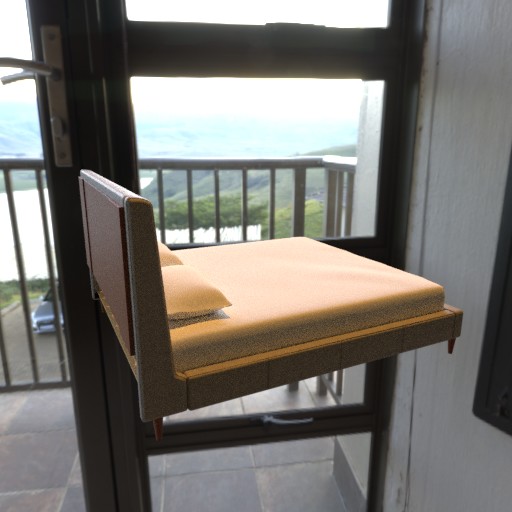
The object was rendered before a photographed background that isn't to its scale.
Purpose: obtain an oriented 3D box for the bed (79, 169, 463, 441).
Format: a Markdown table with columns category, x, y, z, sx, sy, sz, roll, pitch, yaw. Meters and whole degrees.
| category | x | y | z | sx | sy | sz | roll | pitch | yaw |
| --- | --- | --- | --- | --- | --- | --- | --- | --- | --- |
| bed | 0.000 | 0.000 | 3.505 | 2.342 | 1.289 | 2.062 | -7 | 16 | -25 |
